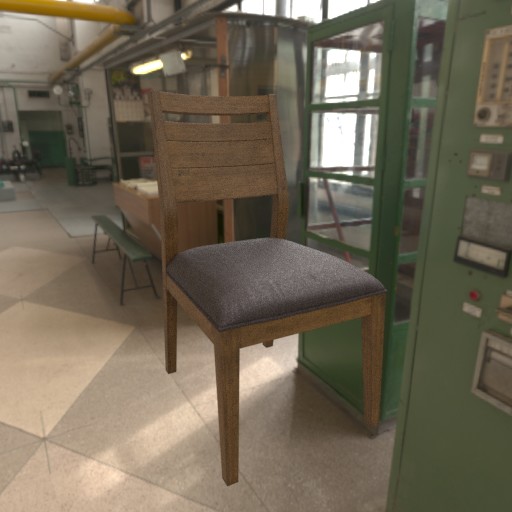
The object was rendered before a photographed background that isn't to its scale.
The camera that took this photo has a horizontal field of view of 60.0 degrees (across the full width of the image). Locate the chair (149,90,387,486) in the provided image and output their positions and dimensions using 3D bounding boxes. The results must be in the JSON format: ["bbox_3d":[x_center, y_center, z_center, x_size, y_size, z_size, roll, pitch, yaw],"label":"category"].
[{"bbox_3d":[0.000,0.000,1.312,0.501,0.939,0.610,-9,19,-27],"label":"chair"}]
